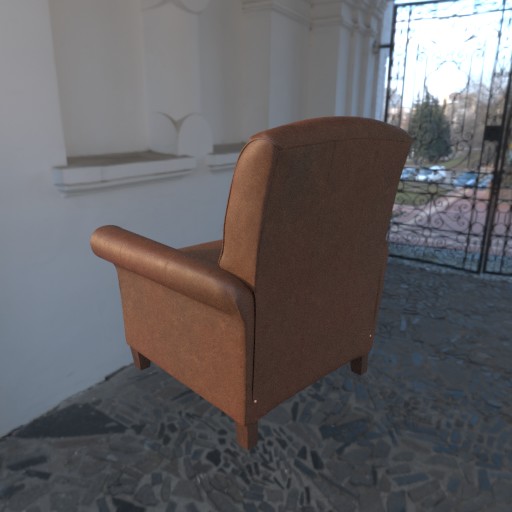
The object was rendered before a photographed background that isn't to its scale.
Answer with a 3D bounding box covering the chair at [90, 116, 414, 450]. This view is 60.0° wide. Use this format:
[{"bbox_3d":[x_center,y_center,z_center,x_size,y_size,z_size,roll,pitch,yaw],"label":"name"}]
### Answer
[{"bbox_3d":[0.000,0.000,1.783,0.978,1.061,0.902,-15,22,-42],"label":"chair"}]
